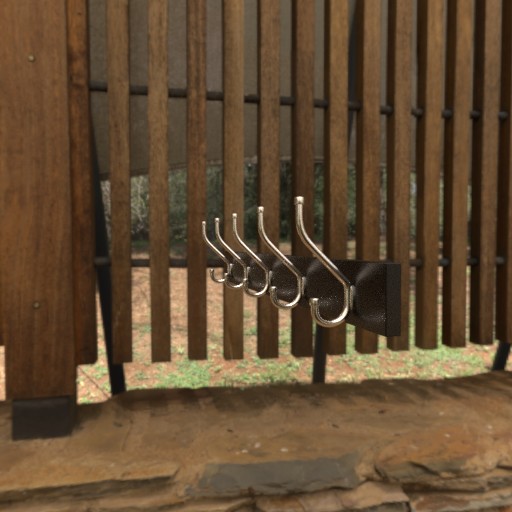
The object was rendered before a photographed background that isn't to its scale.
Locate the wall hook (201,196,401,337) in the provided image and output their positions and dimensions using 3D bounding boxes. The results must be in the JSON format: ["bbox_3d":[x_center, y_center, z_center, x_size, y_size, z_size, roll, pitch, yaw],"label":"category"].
[{"bbox_3d":[0.000,0.000,0.621,0.071,0.117,0.571,-1,2,-17],"label":"wall hook"}]
